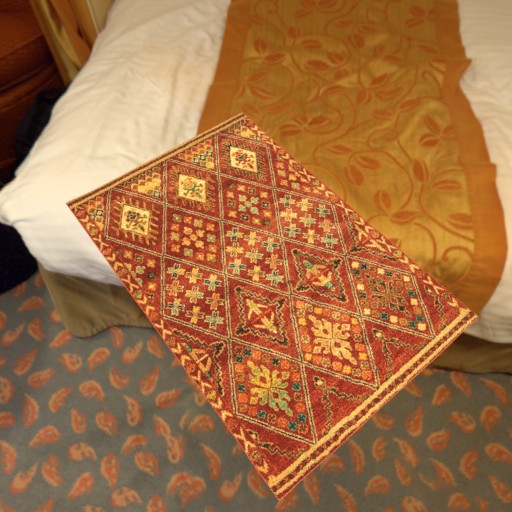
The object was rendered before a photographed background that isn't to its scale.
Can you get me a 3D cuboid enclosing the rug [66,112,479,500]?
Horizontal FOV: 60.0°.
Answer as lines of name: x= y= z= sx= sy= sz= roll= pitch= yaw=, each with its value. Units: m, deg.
rug: x=0.000 y=0.000 z=2.812 sx=1.521 sy=0.026 sz=2.286 roll=-34 pitch=63 yaw=-19
